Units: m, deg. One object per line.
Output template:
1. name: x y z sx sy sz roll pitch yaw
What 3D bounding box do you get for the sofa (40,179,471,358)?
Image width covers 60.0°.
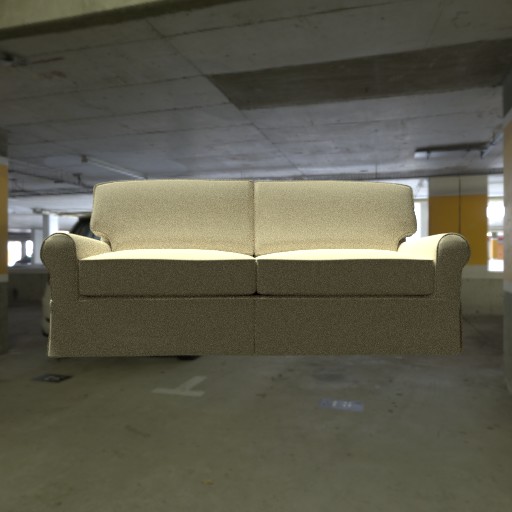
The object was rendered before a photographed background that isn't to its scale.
1. sofa: 0.000 0.000 2.464 2.021 0.937 0.862 0 0 -1
